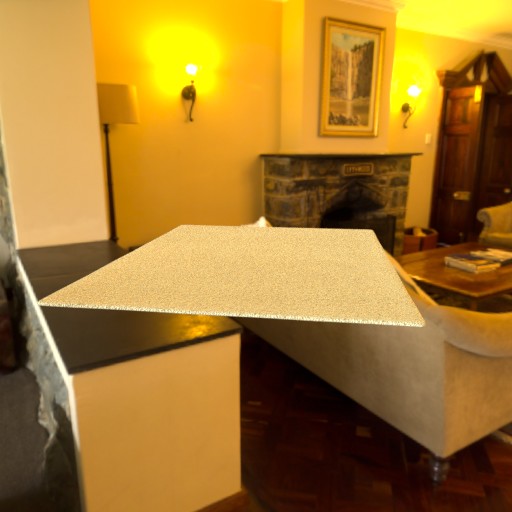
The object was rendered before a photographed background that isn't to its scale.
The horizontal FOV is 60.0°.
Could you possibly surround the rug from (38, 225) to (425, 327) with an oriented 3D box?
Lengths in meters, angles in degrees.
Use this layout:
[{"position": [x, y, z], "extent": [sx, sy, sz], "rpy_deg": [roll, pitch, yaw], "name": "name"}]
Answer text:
[{"position": [0.000, 0.000, 4.169], "extent": [2.438, 0.029, 3.047], "rpy_deg": [2, 14, 8], "name": "rug"}]
